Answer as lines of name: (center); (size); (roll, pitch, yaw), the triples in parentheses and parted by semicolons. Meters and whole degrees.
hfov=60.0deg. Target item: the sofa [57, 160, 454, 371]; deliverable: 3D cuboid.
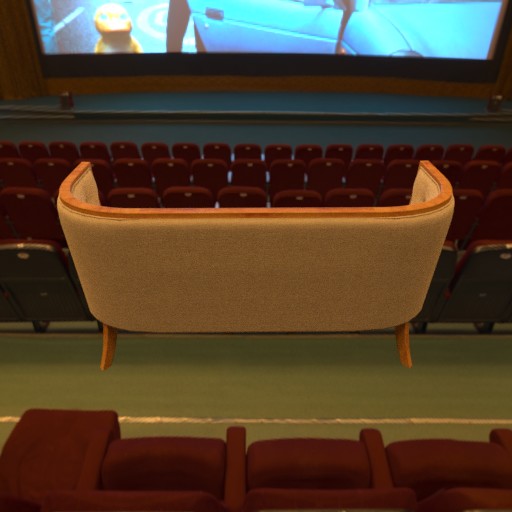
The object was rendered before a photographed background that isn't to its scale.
sofa: (0.000, 0.000, 1.941); (1.474, 0.775, 0.770); (0, 31, -1)
